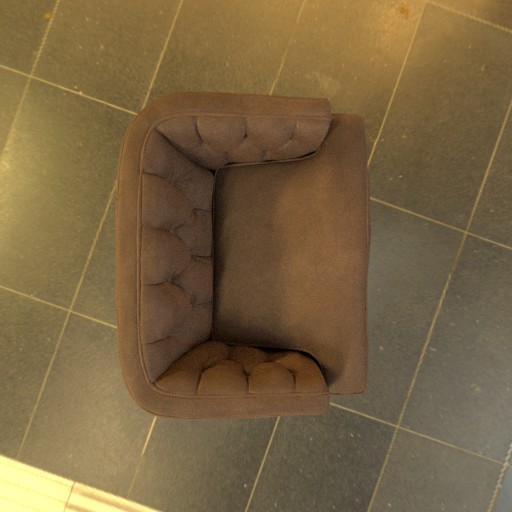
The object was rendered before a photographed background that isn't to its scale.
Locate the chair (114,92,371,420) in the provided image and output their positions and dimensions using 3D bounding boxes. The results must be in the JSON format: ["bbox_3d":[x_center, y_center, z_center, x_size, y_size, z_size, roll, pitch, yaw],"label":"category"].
[{"bbox_3d":[0.000,0.000,1.775,0.914,0.787,1.118,0,90,-1],"label":"chair"}]
